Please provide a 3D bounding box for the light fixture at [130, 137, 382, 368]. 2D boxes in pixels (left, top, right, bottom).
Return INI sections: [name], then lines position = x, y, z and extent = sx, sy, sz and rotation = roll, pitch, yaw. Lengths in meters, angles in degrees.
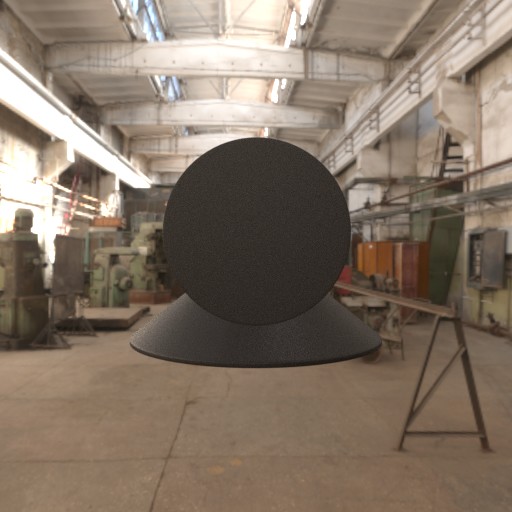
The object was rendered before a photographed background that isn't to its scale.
[light fixture]
position = 0.000, 0.000, 0.704
extent = 0.396, 0.265, 0.434
rotation = 0, 0, 0
